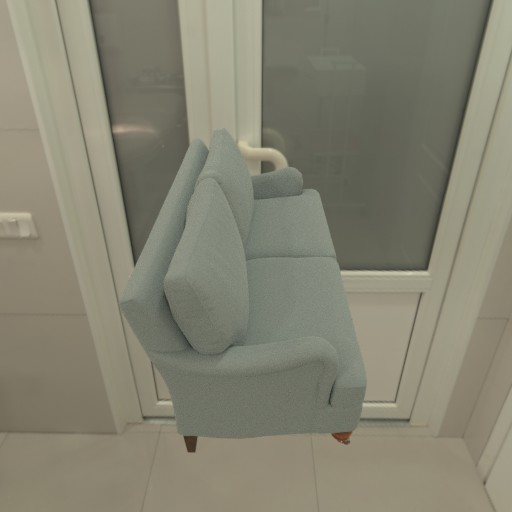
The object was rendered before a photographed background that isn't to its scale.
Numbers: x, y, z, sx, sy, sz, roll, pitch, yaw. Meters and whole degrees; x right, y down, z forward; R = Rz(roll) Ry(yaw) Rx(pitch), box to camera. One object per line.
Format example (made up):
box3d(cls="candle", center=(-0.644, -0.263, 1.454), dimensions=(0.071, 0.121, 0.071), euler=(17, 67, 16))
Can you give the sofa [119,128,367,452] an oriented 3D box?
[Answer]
box3d(cls="sofa", center=(0.000, 0.000, 2.860), dimensions=(1.069, 1.096, 2.193), euler=(0, 32, 1))
